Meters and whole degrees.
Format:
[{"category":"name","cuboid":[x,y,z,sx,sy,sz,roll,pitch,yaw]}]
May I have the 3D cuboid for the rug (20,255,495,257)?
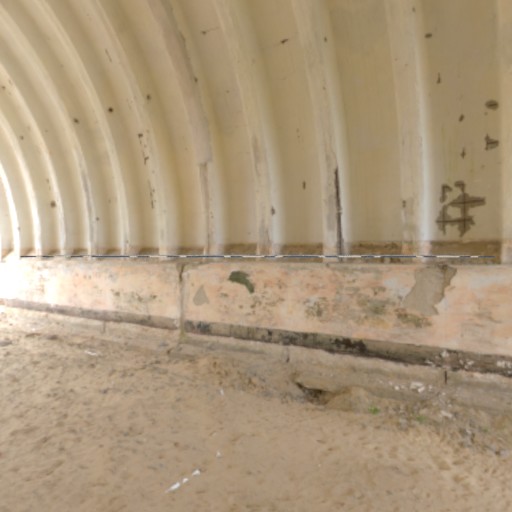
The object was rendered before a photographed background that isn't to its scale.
[{"category":"rug","cuboid":[0.000,0.000,2.486,2.296,0.006,0.685,0,1,2]}]
